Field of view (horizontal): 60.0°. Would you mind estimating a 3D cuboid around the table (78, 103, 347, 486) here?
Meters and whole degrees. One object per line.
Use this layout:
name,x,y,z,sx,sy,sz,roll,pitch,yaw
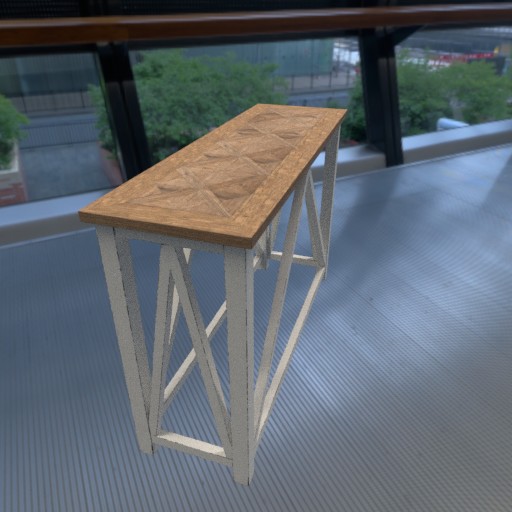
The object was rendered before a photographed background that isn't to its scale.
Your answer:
table,0.000,0.000,1.827,0.450,0.930,1.400,9,31,16
